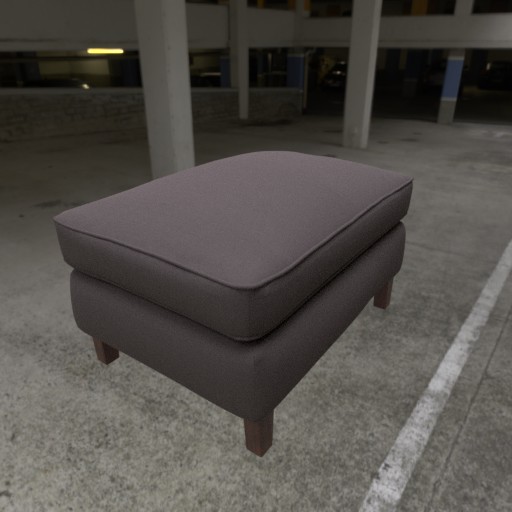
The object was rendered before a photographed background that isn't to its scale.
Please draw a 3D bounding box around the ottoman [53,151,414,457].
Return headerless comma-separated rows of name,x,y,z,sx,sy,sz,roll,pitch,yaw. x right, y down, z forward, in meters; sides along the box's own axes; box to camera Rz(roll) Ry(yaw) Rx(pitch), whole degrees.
ottoman,0.000,0.000,1.001,0.508,0.406,0.686,17,31,32
